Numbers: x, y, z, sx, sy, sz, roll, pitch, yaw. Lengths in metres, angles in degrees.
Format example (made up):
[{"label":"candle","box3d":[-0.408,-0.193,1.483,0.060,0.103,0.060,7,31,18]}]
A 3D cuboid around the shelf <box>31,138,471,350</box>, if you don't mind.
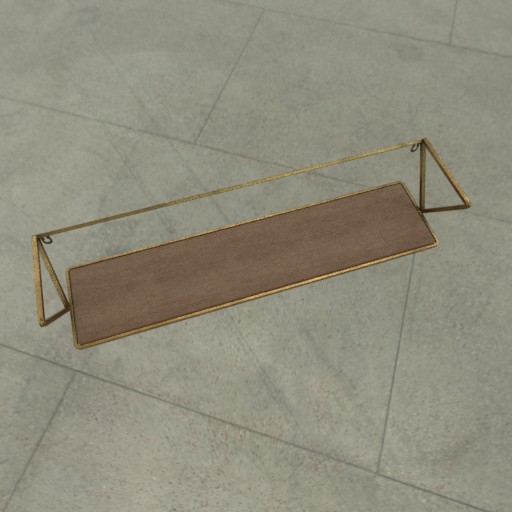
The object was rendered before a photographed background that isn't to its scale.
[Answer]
[{"label":"shelf","box3d":[0.000,0.000,0.762,0.645,0.229,0.150,-15,62,-8]}]
